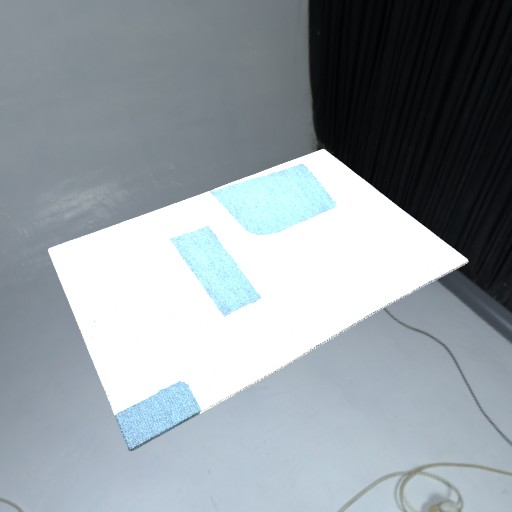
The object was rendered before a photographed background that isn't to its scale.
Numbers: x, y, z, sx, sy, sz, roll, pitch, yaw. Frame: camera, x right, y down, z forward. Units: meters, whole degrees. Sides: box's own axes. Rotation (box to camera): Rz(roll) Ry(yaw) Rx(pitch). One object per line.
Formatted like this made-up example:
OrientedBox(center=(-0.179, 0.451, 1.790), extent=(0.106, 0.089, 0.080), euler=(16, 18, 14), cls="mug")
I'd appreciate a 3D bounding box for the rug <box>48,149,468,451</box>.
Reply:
OrientedBox(center=(0.000, 0.000, 2.334), extent=(1.847, 0.020, 1.238), euler=(-24, 51, -21), cls="rug")
